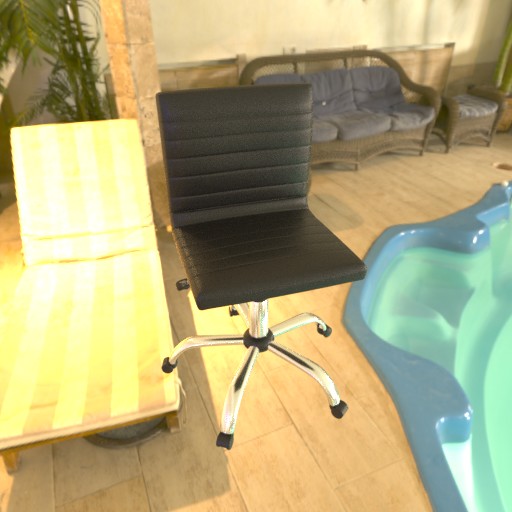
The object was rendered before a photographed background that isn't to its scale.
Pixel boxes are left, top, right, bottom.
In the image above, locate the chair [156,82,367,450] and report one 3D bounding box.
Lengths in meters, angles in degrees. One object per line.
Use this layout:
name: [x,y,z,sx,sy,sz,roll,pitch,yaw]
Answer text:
chair: [0.000,0.000,1.144,0.556,0.780,0.530,-9,33,-15]
